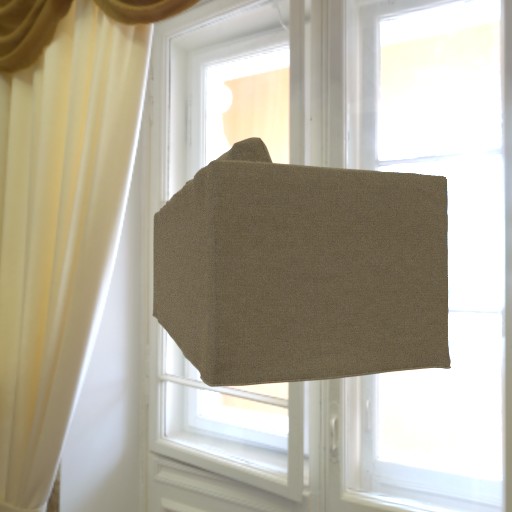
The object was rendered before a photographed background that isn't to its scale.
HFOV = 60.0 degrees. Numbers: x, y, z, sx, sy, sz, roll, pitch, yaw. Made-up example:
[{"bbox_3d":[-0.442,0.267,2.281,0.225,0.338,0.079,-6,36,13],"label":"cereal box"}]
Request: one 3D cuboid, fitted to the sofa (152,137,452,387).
[{"bbox_3d":[0.000,0.000,2.448,0.956,0.847,1.987,0,0,-18],"label":"sofa"}]
